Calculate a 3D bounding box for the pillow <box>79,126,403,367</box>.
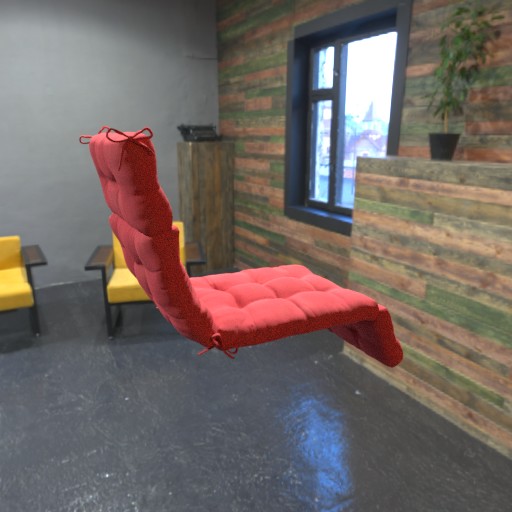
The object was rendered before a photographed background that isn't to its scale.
[{"bbox_3d":[0.000,0.000,1.531,1.016,0.863,0.526,-8,17,-27],"label":"pillow"}]
